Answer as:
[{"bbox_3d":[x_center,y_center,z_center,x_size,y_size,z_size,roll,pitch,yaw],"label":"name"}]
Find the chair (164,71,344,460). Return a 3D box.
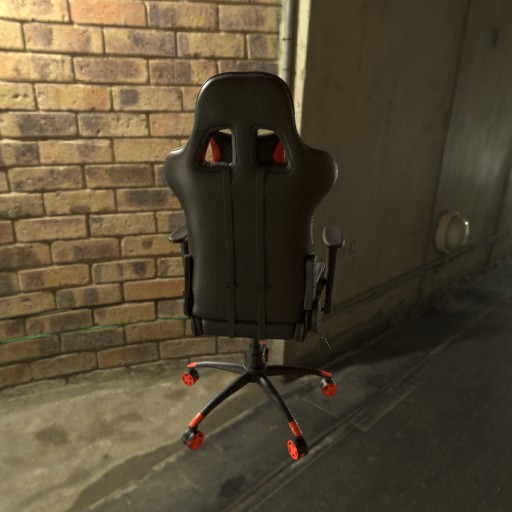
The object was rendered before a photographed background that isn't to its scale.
[{"bbox_3d":[0.000,0.000,1.730,0.695,1.282,0.730,2,17,7],"label":"chair"}]
